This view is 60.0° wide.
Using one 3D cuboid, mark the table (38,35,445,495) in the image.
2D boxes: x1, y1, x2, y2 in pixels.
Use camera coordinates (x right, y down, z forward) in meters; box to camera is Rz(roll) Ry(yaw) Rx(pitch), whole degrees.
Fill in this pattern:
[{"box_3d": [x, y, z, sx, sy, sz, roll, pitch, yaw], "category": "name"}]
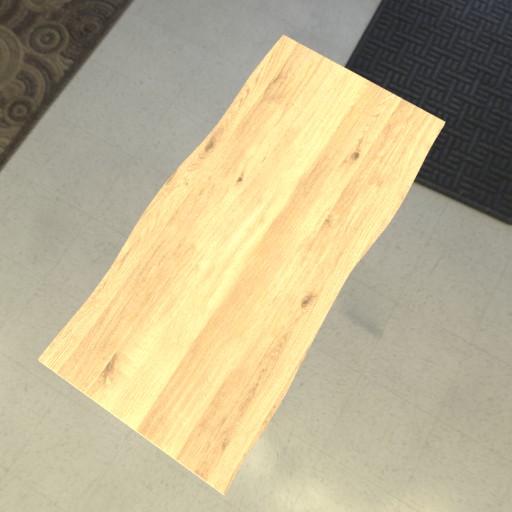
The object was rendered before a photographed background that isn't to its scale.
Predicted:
[{"box_3d": [0.000, 0.000, 2.220, 0.900, 0.780, 1.800, 32, 77, 8], "category": "table"}]
